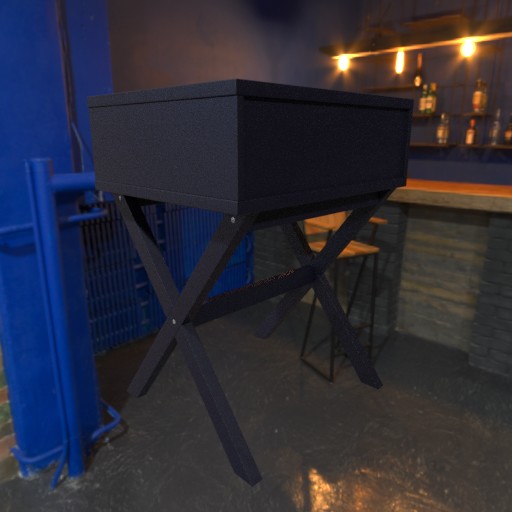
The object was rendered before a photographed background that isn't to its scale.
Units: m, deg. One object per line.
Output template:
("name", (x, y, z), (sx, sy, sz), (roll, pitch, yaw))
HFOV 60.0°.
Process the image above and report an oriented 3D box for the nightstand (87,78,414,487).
("nightstand", (0.000, 0.000, 0.925), (0.402, 0.623, 0.479), (15, 21, 42))
